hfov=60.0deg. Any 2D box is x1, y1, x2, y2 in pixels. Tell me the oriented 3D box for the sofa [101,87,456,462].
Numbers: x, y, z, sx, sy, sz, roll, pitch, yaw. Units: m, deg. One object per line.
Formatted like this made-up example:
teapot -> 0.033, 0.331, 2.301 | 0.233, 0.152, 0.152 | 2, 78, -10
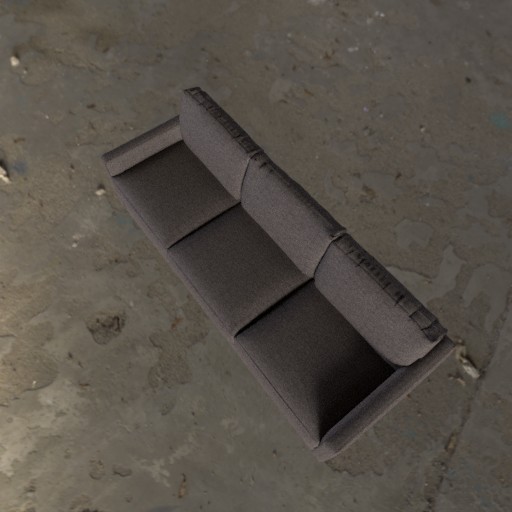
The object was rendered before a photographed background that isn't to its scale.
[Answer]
sofa -> 0.000, 0.000, 2.695 | 0.876, 0.882, 2.253 | -34, 67, -17
